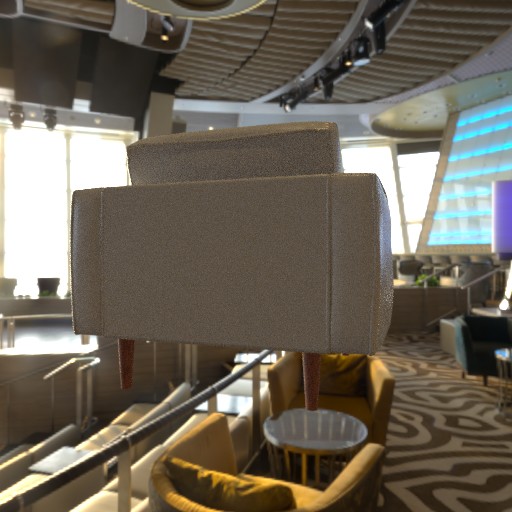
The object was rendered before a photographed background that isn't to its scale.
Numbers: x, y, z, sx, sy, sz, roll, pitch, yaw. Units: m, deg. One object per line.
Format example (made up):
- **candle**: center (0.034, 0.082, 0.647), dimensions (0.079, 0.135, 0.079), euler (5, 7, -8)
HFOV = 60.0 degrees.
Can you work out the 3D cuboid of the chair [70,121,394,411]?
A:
- **chair**: center (0.000, 0.000, 1.565), dimensions (0.928, 0.773, 0.843), euler (0, 0, 19)
